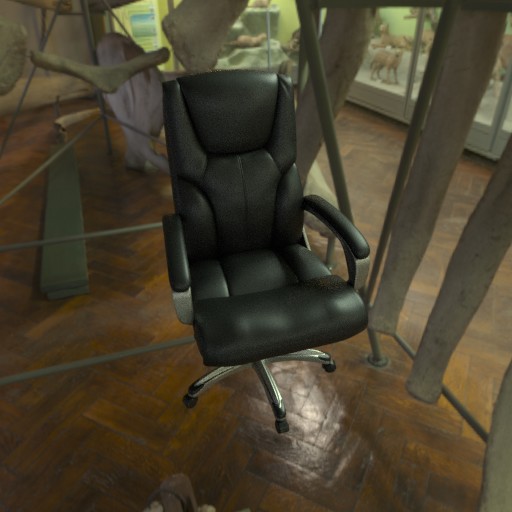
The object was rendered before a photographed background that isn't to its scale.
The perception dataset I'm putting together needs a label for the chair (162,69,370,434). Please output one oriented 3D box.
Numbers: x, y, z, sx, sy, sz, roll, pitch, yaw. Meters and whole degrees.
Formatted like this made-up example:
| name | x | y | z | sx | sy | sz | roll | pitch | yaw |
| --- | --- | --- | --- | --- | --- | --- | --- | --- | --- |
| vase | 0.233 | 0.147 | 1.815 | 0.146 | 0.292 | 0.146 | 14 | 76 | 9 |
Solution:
| name | x | y | z | sx | sy | sz | roll | pitch | yaw |
| --- | --- | --- | --- | --- | --- | --- | --- | --- | --- |
| chair | 0.000 | 0.000 | 1.596 | 0.663 | 1.155 | 0.739 | -10 | 33 | -15 |
